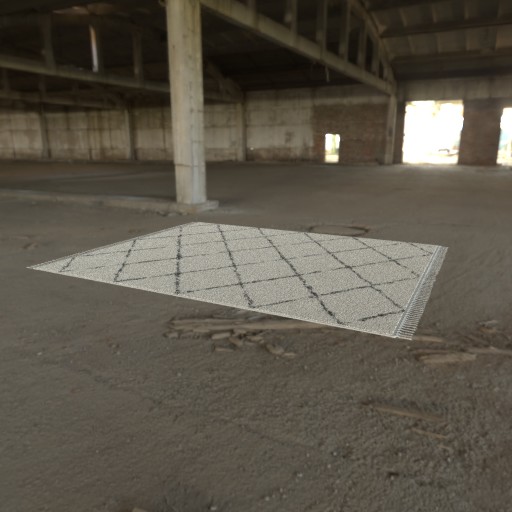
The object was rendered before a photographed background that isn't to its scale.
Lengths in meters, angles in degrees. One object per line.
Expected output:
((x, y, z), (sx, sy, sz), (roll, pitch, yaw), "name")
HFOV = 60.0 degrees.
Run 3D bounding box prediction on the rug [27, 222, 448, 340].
((0.000, 0.000, 4.014), (3.051, 0.013, 2.380), (7, 16, 26), "rug")
